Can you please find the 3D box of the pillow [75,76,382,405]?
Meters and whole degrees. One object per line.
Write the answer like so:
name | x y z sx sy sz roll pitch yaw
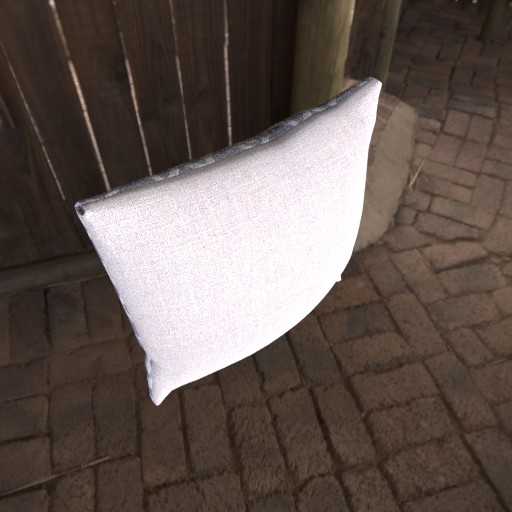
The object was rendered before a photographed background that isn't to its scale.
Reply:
pillow | 0.000 0.000 0.775 0.508 0.498 0.215 -31 54 -26
